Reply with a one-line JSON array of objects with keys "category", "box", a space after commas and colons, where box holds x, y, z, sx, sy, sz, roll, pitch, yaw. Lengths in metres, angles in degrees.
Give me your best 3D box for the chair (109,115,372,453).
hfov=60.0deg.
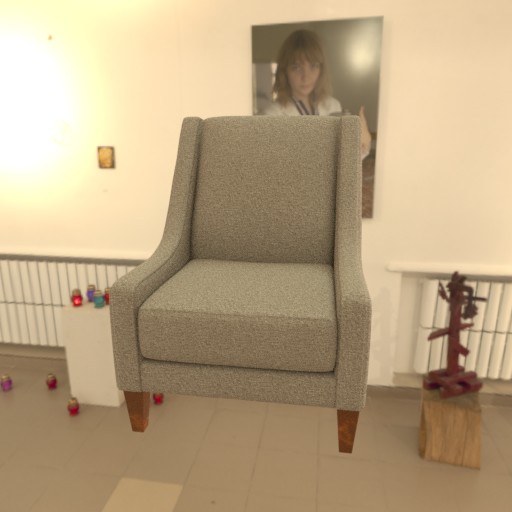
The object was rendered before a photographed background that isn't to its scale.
[{"category": "chair", "box": [0.000, 0.000, 1.622, 0.774, 1.016, 0.870, 2, 15, 8]}]
